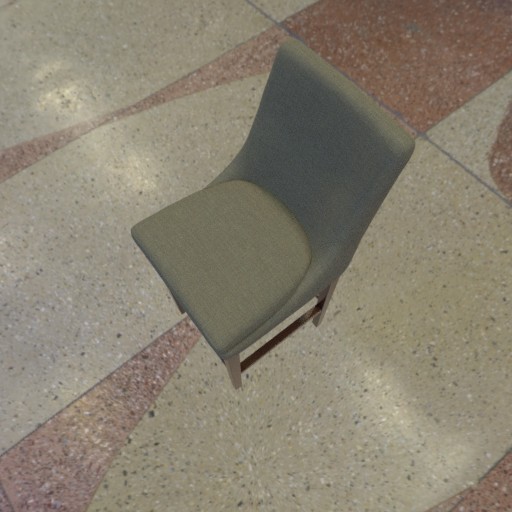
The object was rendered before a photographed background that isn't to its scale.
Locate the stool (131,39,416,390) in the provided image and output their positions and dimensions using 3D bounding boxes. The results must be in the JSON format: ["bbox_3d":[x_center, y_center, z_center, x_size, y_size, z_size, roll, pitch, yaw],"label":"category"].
[{"bbox_3d":[0.000,0.000,1.392,0.577,1.078,0.470,-34,69,-15],"label":"stool"}]
